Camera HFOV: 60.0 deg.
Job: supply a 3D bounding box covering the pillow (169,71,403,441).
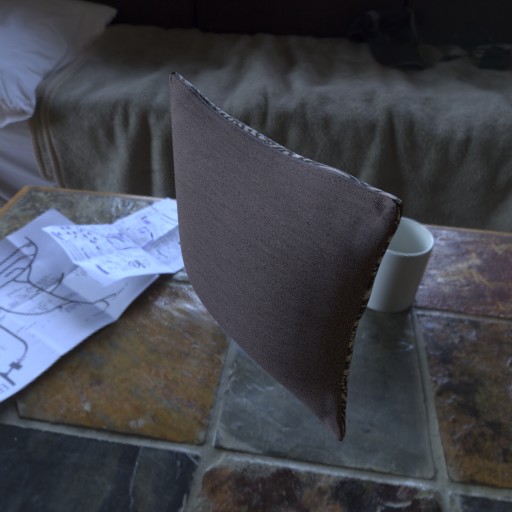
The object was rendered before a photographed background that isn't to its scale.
[{"bbox_3d":[0.000,0.000,0.649,0.148,0.417,0.436,-25,46,-27],"label":"pillow"}]
